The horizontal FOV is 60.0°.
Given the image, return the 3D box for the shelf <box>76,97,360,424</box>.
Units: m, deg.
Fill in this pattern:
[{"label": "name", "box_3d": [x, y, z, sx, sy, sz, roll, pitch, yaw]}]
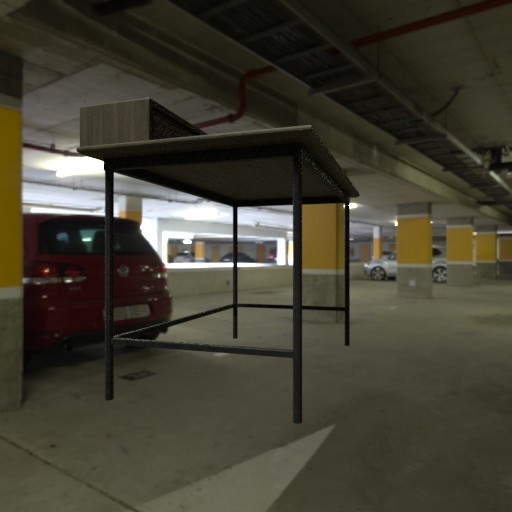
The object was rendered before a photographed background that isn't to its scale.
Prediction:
[{"label": "shelf", "box_3d": [0.000, 0.000, 1.742, 0.685, 0.865, 1.212, 0, 0, 19]}]
